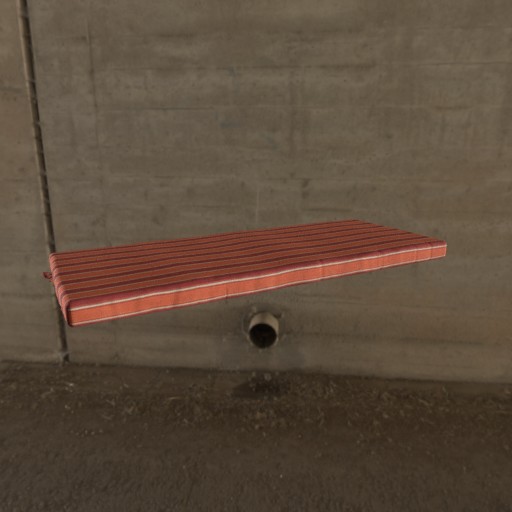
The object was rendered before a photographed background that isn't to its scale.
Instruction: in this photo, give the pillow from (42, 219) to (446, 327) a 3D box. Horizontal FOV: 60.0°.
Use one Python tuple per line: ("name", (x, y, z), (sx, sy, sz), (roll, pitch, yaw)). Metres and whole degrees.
("pillow", (0.000, 0.000, 1.372), (1.187, 0.081, 0.492), (-8, 17, -27))
